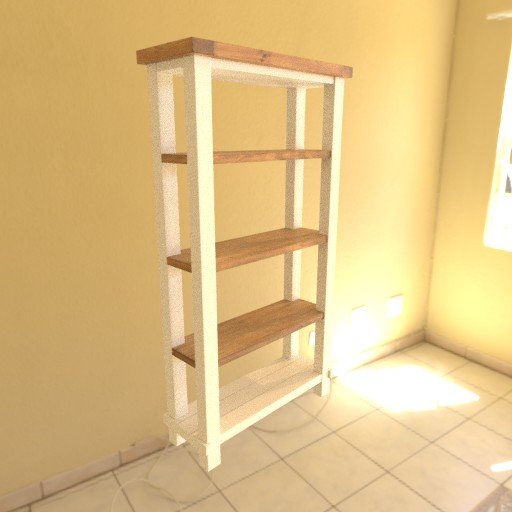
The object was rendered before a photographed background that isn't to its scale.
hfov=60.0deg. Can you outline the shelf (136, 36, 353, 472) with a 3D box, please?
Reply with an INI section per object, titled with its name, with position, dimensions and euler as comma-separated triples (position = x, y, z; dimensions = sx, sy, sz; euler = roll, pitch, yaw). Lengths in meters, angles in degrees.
[shelf]
position = 0.000, 0.000, 2.292
dimensions = 1.022, 1.878, 0.381
euler = -15, 21, -43
